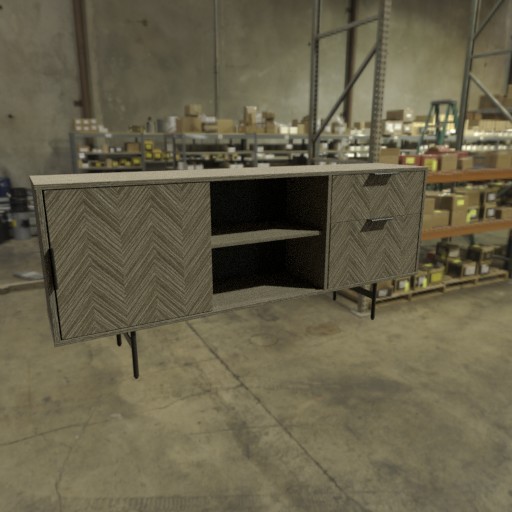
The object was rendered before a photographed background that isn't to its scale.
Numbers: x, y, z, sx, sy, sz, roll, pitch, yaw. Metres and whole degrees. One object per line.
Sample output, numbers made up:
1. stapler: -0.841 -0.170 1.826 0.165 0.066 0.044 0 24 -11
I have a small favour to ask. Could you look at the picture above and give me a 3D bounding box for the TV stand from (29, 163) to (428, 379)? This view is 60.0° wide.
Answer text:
1. TV stand: 0.000 0.000 2.083 1.804 0.787 0.405 -8 17 -27
